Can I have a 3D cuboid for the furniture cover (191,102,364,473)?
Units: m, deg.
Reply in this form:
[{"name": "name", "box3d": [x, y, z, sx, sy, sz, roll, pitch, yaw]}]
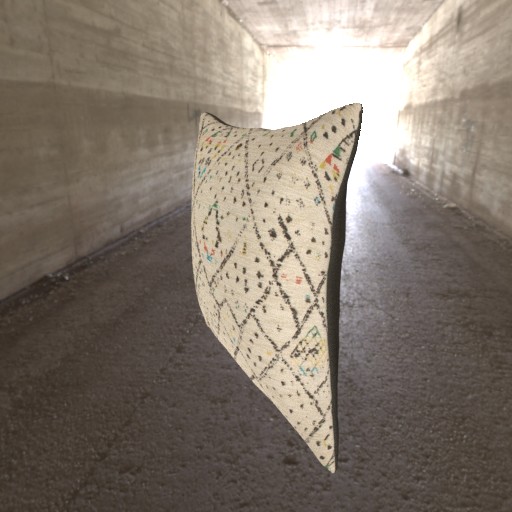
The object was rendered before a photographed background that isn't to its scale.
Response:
[{"name": "furniture cover", "box3d": [0.000, 0.000, 0.779, 0.180, 0.498, 0.525, -8, 19, -25]}]
